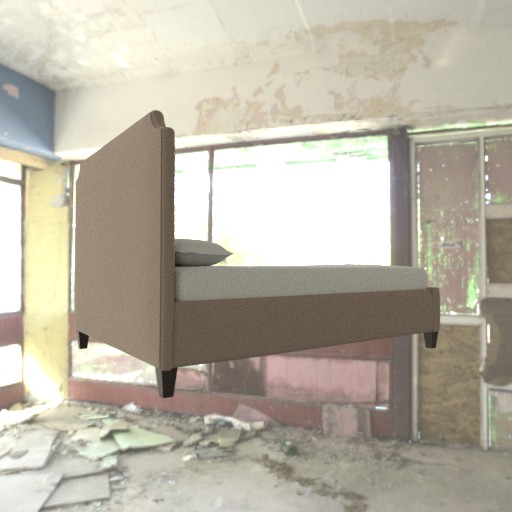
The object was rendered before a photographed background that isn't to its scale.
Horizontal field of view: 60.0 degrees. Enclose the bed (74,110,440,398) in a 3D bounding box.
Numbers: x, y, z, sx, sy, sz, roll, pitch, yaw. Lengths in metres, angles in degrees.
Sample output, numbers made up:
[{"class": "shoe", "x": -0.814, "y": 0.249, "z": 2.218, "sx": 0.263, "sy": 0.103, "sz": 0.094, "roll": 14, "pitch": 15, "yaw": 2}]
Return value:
[{"class": "bed", "x": 0.000, "y": 0.000, "z": 3.481, "sx": 2.372, "sy": 1.443, "sz": 1.713, "roll": 1, "pitch": -2, "yaw": -35}]
